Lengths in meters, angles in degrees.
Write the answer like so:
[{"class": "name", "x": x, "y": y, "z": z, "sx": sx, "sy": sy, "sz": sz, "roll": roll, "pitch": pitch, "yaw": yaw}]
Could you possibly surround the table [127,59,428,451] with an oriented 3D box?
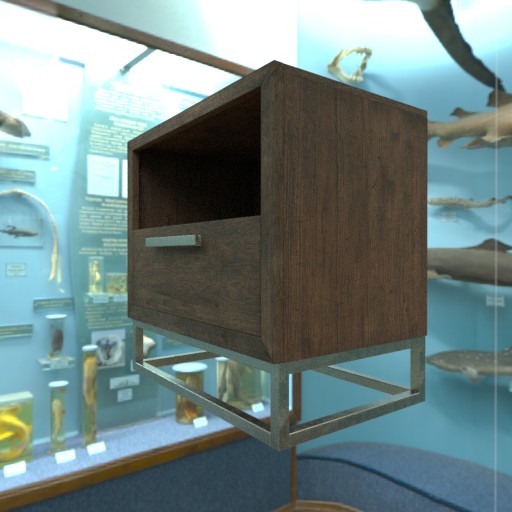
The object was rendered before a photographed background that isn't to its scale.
[{"class": "table", "x": 0.000, "y": 0.000, "z": 1.288, "sx": 0.542, "sy": 0.746, "sz": 0.767, "roll": 0, "pitch": 0, "yaw": -37}]
